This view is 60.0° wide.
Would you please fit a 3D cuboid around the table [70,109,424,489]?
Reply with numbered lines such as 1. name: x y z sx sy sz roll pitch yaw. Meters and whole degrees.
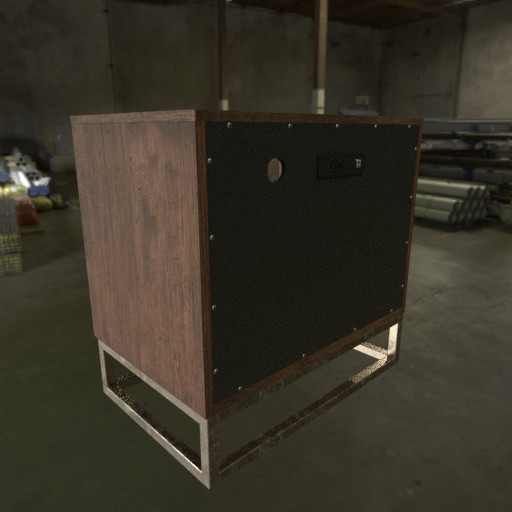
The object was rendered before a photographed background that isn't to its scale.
1. table: 0.000 0.000 1.244 0.767 0.746 0.542 -14 21 -41
